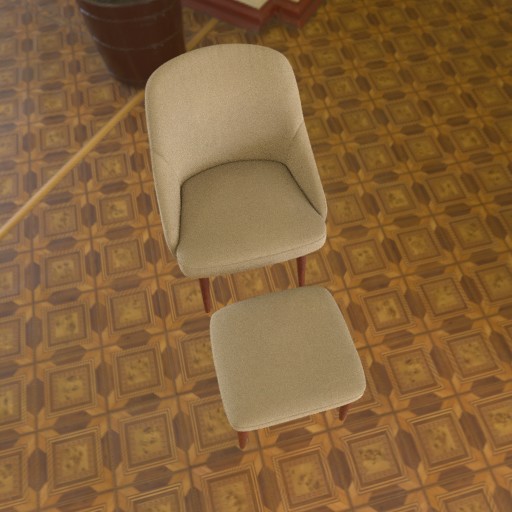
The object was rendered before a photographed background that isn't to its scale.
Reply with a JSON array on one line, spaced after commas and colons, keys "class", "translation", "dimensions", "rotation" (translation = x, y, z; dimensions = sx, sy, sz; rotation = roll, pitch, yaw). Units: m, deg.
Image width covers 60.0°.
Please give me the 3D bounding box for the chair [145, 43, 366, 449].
[{"class": "chair", "translation": [0.000, 0.000, 1.551], "dimensions": [0.584, 0.866, 1.114], "rotation": [-13, 63, -7]}]
